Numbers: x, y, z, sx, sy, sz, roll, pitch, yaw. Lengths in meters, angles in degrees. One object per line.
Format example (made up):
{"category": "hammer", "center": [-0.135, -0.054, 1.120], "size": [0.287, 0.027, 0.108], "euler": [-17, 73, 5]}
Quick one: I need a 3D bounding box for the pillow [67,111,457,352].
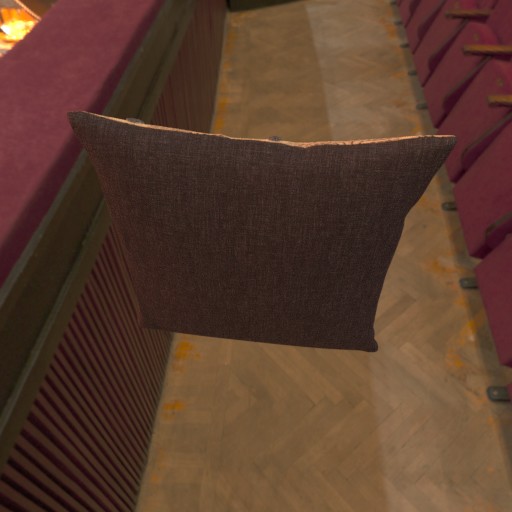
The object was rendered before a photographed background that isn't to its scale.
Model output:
{"category": "pillow", "center": [0.000, 0.000, 0.755], "size": [0.510, 0.510, 0.145], "euler": [5, 48, 5]}
